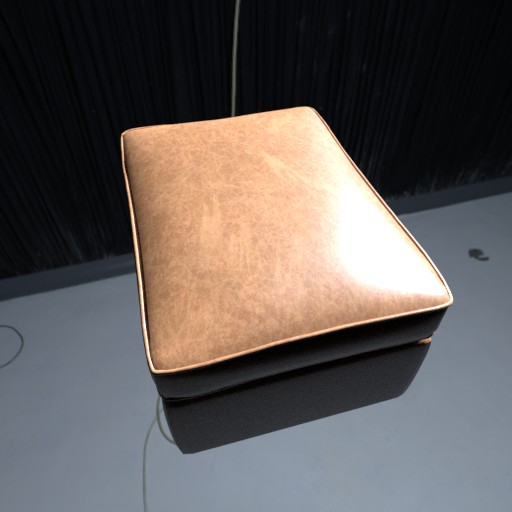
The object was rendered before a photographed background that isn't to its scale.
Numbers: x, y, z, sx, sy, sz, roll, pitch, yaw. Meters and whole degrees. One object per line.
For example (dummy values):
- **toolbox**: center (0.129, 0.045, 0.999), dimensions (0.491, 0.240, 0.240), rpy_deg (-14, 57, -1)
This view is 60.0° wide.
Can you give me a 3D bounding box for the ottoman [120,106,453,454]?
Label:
- **ottoman**: center (0.000, 0.000, 1.102), dimensions (0.554, 0.468, 0.756), rpy_deg (-11, 47, -11)
